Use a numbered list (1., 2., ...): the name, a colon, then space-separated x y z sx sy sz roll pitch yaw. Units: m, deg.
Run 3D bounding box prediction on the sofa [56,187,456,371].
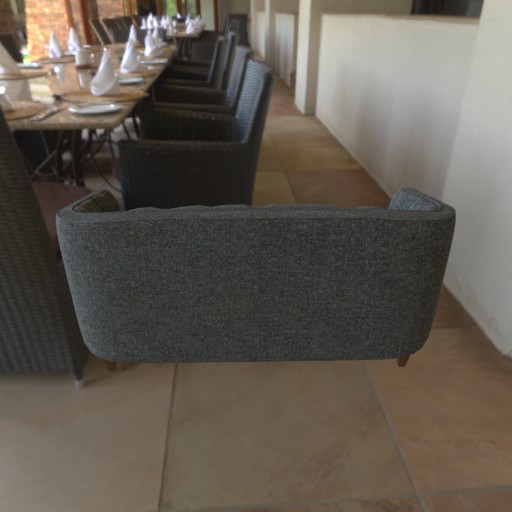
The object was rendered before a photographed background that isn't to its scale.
1. sofa: 0.000 0.000 2.282 1.733 0.855 0.941 -1 29 -1
